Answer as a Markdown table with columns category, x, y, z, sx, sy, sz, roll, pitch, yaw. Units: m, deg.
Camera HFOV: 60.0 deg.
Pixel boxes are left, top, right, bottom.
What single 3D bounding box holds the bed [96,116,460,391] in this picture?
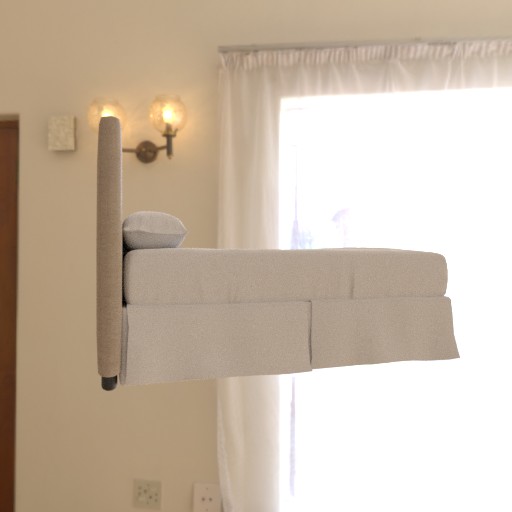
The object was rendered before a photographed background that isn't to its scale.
| category | x | y | z | sx | sy | sz | roll | pitch | yaw |
| --- | --- | --- | --- | --- | --- | --- | --- | --- | --- |
| bed | 0.000 | 0.000 | 3.204 | 2.162 | 1.330 | 1.713 | 0 | -1 | -19 |
